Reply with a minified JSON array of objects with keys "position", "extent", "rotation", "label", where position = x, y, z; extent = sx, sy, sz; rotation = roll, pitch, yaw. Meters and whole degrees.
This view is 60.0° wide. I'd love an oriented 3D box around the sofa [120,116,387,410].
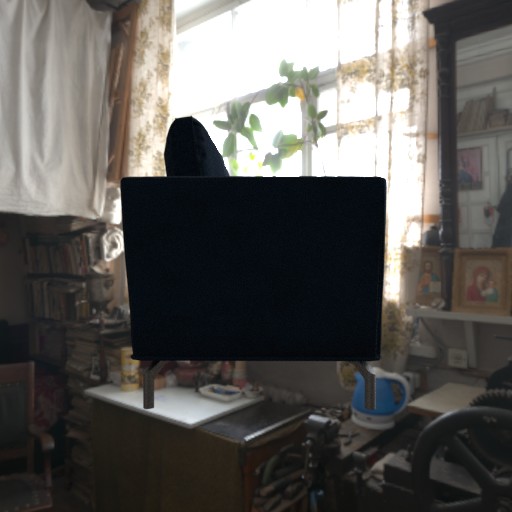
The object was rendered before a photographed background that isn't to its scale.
[{"position":[0.000,0.000,2.274],"extent":[0.853,1.002,1.770],"rotation":[0,0,1],"label":"sofa"}]
